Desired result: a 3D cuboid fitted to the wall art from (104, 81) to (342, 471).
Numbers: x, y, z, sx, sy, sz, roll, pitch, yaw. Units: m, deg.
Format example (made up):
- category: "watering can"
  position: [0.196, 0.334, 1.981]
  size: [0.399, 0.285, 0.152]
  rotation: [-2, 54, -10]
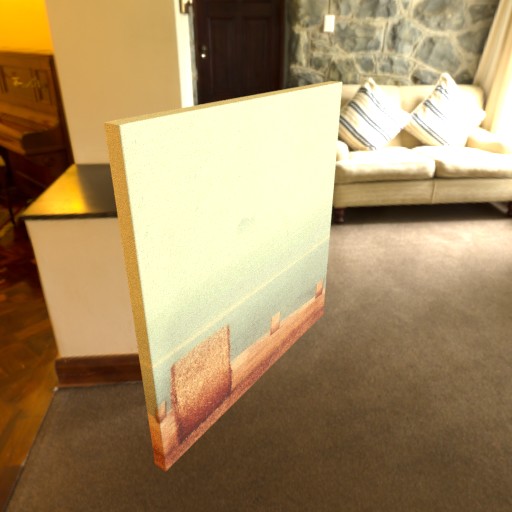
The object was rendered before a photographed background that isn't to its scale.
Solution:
- category: "wall art"
  position: [0.000, 0.000, 0.885]
  size: [0.034, 0.605, 0.605]
  rotation: [18, 32, 31]
